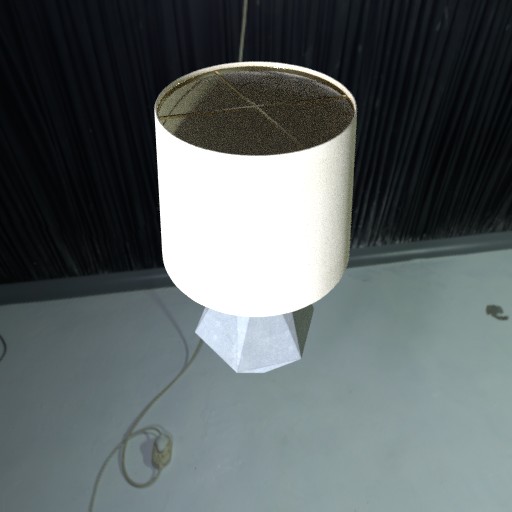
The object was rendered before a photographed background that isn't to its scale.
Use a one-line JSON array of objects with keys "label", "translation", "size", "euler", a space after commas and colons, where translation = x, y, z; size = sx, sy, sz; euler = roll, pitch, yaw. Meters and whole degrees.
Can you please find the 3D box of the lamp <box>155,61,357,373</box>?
[{"label": "lamp", "translation": [0.000, 0.000, 0.684], "size": [0.276, 0.501, 0.276], "euler": [0, 45, 0]}]
